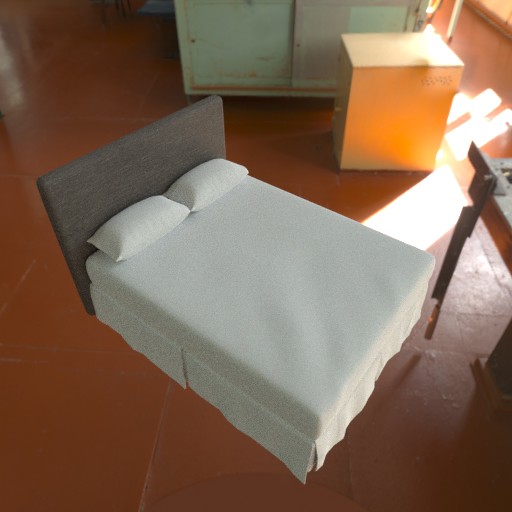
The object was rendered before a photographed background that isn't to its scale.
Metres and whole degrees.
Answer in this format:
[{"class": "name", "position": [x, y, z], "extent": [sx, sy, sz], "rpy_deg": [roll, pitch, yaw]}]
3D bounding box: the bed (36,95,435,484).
[{"class": "bed", "position": [0.000, 0.000, 3.143], "extent": [2.142, 1.330, 1.723], "rpy_deg": [28, 49, 27]}]
